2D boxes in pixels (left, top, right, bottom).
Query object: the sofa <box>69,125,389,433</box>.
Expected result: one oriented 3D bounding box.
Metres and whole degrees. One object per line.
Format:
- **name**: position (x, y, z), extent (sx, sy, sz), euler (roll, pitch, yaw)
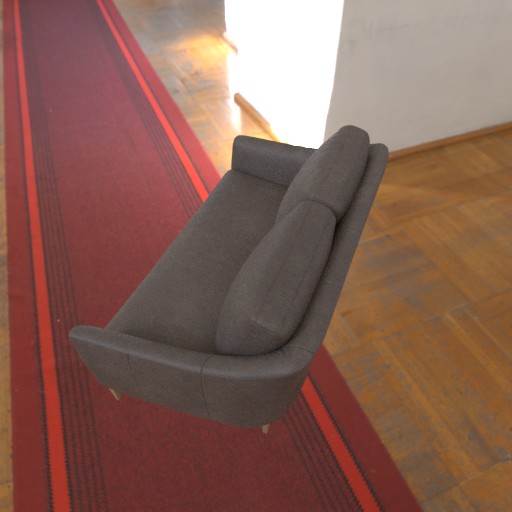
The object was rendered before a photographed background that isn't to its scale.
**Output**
- **sofa**: position (0.000, 0.000, 2.215), extent (0.960, 0.902, 1.619), euler (17, 48, 15)
